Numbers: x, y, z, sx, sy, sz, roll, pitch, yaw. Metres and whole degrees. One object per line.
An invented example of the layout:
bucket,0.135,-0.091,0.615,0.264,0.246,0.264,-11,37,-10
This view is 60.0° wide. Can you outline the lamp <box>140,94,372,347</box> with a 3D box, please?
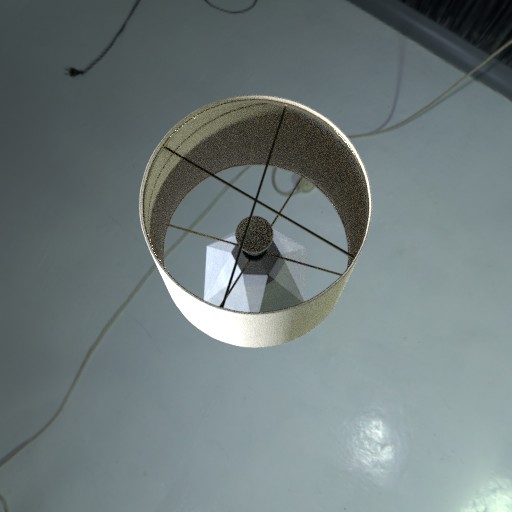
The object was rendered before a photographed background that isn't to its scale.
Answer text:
lamp,0.000,0.000,0.679,0.276,0.501,0.276,0,77,0
